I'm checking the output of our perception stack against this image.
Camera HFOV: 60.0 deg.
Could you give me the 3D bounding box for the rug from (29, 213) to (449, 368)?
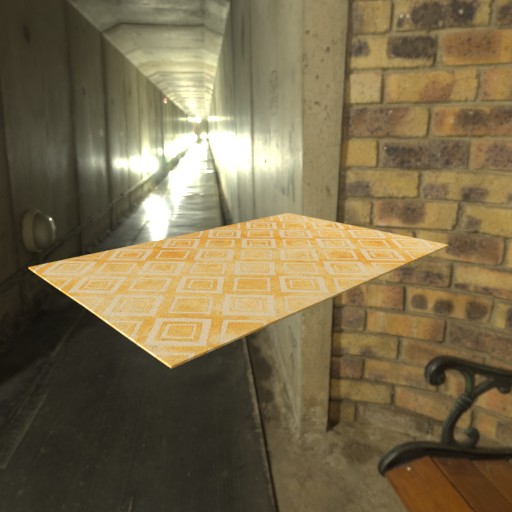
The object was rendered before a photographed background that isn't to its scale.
[{"bbox_3d":[0.000,0.000,2.276,1.829,0.010,1.213,-16,23,-41],"label":"rug"}]
